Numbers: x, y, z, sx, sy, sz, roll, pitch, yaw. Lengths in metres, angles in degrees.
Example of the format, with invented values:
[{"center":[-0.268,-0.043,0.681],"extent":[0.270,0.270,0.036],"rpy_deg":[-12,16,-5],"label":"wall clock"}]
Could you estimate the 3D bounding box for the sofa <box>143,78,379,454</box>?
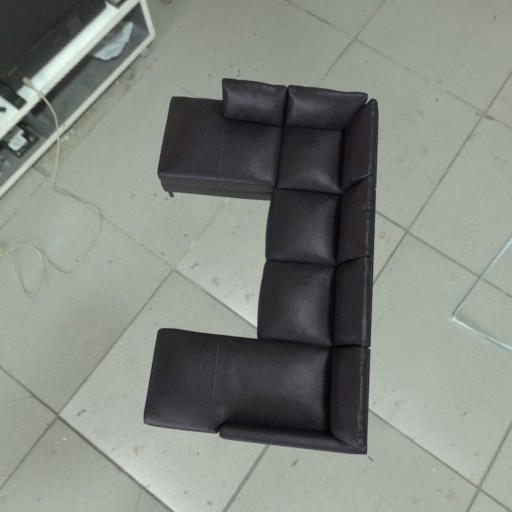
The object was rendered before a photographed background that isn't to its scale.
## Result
[{"center":[0.000,0.000,3.826],"extent":[1.939,0.900,2.956],"rpy_deg":[6,74,2],"label":"sofa"}]
